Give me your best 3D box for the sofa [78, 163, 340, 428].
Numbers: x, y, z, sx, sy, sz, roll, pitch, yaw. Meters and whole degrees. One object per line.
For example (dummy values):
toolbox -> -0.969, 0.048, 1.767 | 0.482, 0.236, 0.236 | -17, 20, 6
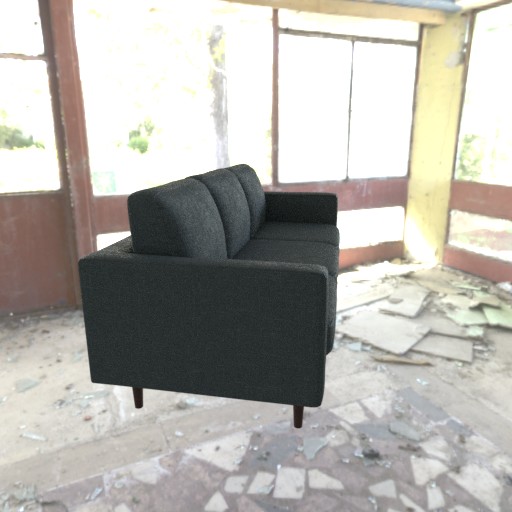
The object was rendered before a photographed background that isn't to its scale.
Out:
sofa -> 0.000, 0.000, 2.535 | 0.935, 0.945, 2.013 | 3, 16, 11
